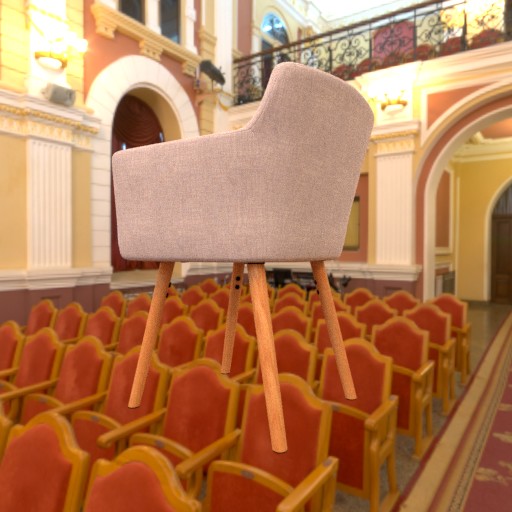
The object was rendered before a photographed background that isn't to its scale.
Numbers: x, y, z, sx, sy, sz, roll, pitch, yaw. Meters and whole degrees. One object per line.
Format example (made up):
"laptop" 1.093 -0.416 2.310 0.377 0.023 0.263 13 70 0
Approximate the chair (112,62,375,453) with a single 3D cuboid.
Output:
"chair" 0.000 0.000 1.151 0.540 0.780 0.570 1 1 34
